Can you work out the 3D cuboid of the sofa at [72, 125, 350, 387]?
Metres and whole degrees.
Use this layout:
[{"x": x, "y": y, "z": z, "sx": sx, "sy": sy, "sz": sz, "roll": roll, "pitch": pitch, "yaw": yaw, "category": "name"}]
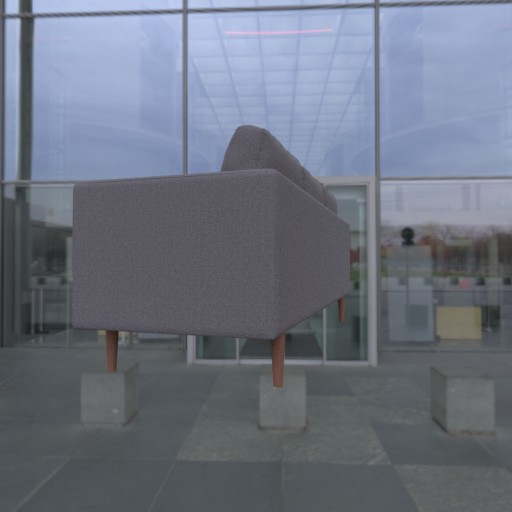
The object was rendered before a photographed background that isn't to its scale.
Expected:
[{"x": 0.000, "y": 0.000, "z": 2.432, "sx": 0.802, "sy": 0.912, "sz": 2.029, "roll": 0, "pitch": -1, "yaw": 18, "category": "sofa"}]
